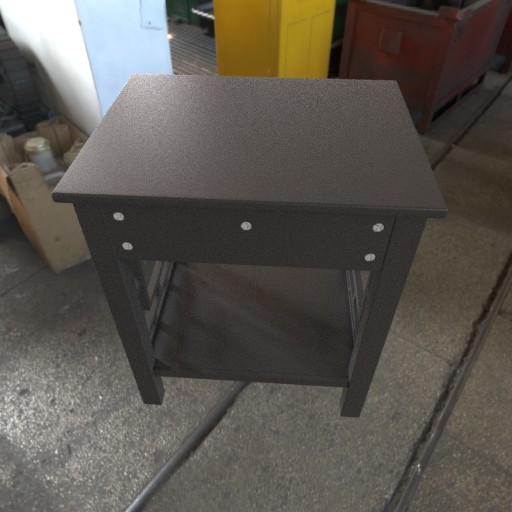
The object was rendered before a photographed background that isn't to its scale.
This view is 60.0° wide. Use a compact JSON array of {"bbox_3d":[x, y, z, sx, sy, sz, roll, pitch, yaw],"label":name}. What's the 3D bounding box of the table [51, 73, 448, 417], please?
[{"bbox_3d":[0.000,0.000,1.010,0.564,0.646,0.451,3,44,3],"label":"table"}]
